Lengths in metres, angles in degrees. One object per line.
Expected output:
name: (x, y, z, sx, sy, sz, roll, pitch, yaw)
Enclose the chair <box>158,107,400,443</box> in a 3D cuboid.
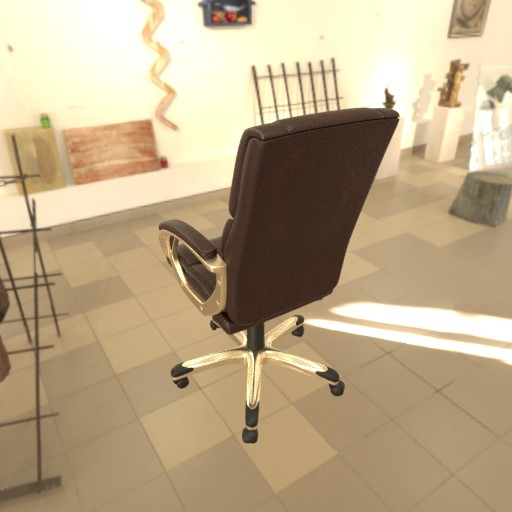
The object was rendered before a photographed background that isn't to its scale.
chair: (0.000, 0.000, 1.592, 0.662, 1.107, 0.739, -18, 34, -29)
